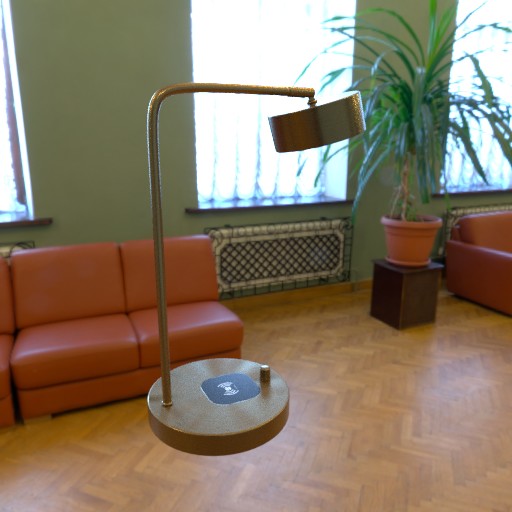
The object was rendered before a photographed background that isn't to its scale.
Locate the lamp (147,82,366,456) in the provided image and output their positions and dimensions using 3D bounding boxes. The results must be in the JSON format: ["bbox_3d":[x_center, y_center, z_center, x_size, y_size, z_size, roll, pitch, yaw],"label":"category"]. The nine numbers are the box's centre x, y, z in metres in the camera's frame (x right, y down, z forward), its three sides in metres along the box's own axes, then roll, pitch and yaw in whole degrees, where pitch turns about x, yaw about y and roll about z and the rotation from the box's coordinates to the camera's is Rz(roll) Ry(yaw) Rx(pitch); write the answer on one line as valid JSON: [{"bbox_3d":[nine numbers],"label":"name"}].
[{"bbox_3d":[0.000,0.000,0.521,0.270,0.380,0.171,-7,16,-25],"label":"lamp"}]
